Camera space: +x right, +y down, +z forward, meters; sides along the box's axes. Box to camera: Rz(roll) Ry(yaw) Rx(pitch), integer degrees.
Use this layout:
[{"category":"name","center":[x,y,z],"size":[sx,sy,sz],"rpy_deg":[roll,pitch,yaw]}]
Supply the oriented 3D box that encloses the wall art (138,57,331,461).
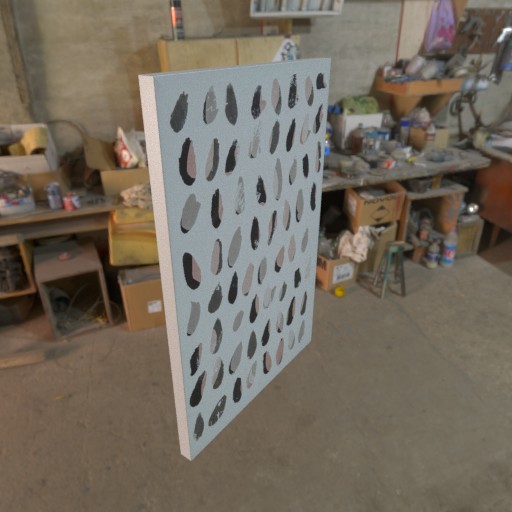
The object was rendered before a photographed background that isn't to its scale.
[{"category":"wall art","center":[0.000,0.000,1.151],"size":[0.037,0.916,0.610],"rpy_deg":[19,32,32]}]
